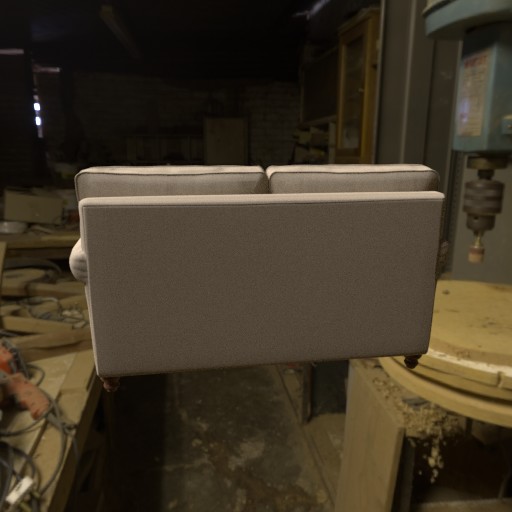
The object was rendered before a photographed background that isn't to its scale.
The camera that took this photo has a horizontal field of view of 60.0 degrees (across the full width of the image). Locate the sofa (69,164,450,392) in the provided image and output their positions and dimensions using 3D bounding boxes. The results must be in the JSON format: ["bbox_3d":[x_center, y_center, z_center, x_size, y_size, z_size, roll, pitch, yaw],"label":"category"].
[{"bbox_3d":[0.000,0.000,2.268,1.665,0.937,0.964,-2,15,-8],"label":"sofa"}]
